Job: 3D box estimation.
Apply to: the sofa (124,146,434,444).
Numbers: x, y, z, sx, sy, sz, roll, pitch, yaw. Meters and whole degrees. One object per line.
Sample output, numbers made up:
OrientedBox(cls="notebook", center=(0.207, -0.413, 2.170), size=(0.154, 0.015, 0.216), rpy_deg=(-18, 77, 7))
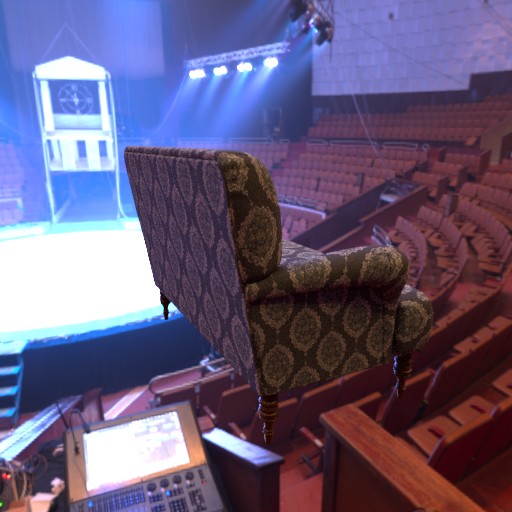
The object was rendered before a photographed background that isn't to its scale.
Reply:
OrientedBox(cls="sofa", center=(0.000, 0.000, 1.807), size=(0.779, 0.867, 1.297), rpy_deg=(-7, 16, -27))
